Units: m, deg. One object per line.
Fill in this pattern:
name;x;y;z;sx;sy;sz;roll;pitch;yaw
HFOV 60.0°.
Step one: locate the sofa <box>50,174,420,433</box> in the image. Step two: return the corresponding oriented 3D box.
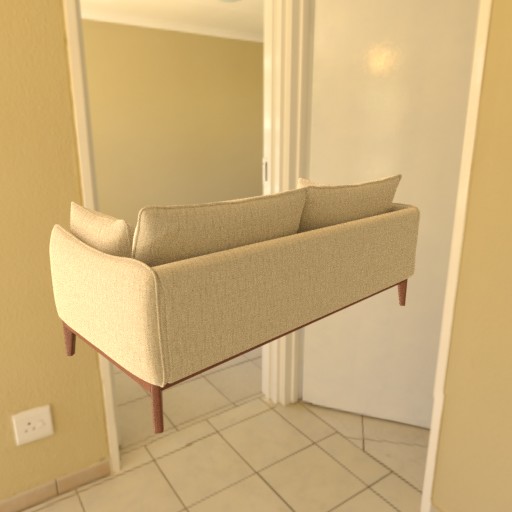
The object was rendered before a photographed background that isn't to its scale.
sofa;0.000;0.000;2.513;1.989;0.860;0.991;-14;21;-42
